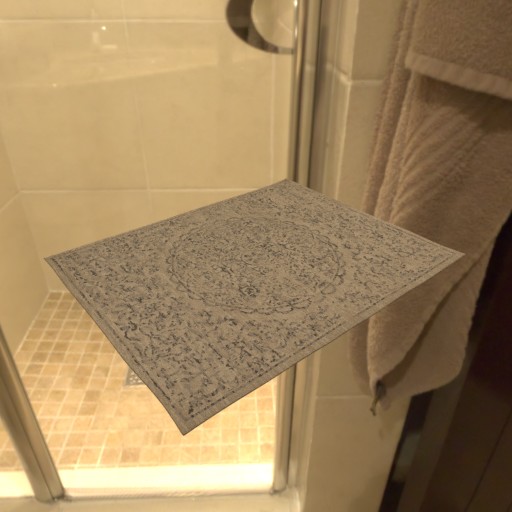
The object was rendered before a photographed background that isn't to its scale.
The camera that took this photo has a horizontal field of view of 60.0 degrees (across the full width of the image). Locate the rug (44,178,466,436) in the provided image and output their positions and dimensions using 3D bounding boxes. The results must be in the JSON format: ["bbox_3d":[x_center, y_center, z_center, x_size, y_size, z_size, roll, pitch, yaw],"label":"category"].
[{"bbox_3d":[0.000,0.000,3.924,2.925,0.026,2.343,-23,38,-33],"label":"rug"}]
